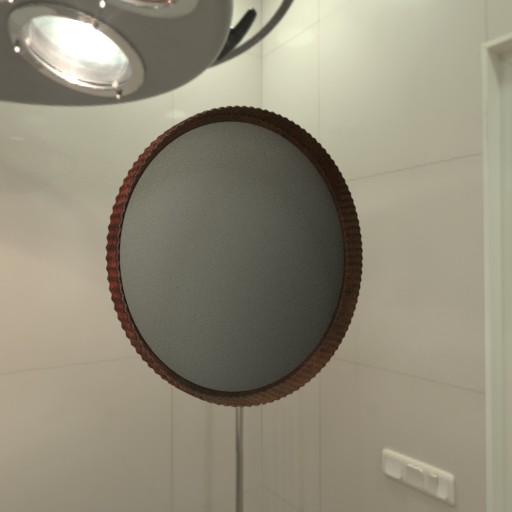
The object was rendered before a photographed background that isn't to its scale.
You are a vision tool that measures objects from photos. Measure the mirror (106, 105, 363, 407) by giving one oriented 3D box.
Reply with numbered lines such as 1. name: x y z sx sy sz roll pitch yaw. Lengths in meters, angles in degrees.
1. mirror: 0.000 0.000 0.929 0.609 0.609 0.056 1 -1 -36
